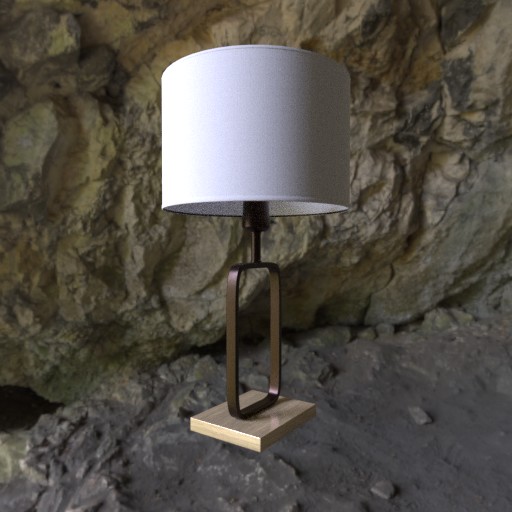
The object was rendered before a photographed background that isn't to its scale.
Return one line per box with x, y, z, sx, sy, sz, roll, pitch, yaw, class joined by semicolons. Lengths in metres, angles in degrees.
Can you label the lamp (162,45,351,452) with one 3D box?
0.000;0.000;0.671;0.279;0.508;0.279;1;1;35;lamp
